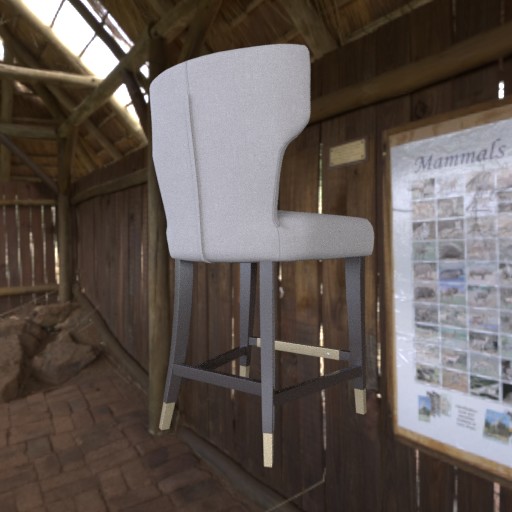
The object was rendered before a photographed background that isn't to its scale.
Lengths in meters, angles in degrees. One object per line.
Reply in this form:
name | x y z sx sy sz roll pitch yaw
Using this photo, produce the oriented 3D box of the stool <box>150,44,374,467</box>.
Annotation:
stool | 0.000 0.000 1.304 0.527 0.982 0.563 1 2 36
